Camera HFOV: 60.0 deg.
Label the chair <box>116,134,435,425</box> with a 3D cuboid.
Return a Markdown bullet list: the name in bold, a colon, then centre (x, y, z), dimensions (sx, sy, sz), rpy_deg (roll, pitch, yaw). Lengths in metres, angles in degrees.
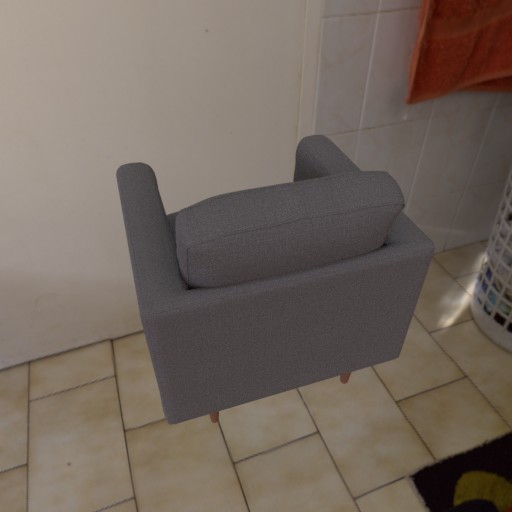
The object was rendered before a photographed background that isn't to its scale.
- **chair**: centre (0.000, 0.000, 1.601), dimensions (0.854, 0.927, 0.800), rpy_deg (-12, 43, -14)
